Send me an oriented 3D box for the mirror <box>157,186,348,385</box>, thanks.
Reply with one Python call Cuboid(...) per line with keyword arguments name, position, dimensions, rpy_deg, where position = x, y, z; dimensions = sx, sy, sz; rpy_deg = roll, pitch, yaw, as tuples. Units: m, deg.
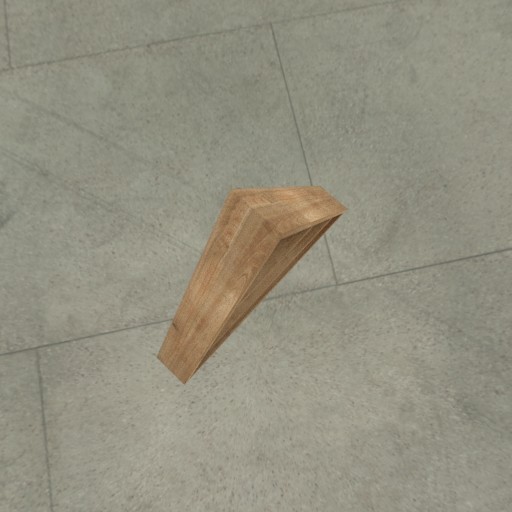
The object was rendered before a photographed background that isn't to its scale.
Cuboid(name="mirror", position=(0.000, 0.000, 0.898), dimensions=(0.100, 0.548, 0.631), rpy_deg=(42, 80, 9))
